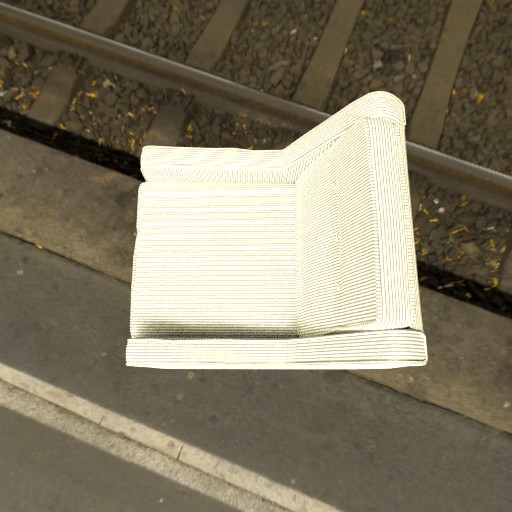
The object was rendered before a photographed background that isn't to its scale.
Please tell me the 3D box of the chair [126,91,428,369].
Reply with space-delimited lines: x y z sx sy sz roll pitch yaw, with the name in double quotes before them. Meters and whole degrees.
"chair" 0.000 0.000 1.344 0.743 0.792 0.663 0 75 0
